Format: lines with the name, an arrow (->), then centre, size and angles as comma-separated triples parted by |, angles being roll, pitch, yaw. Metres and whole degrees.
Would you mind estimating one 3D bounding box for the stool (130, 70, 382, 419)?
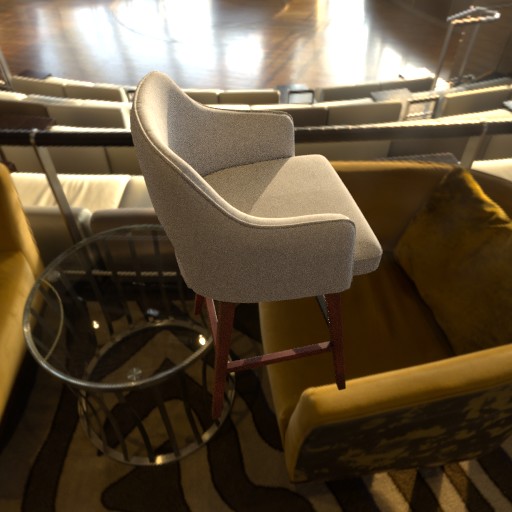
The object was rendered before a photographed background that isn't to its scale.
stool -> 0.000, 0.000, 1.330 | 0.558, 1.012, 0.548 | -10, 46, -9
